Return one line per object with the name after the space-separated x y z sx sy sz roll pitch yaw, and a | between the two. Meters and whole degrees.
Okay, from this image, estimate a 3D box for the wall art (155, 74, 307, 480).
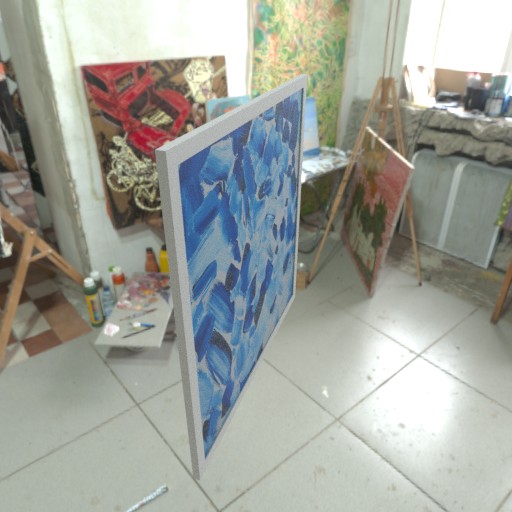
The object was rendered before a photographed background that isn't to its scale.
0.000 0.000 0.975 0.015 0.660 0.660 11 32 18 | wall art
